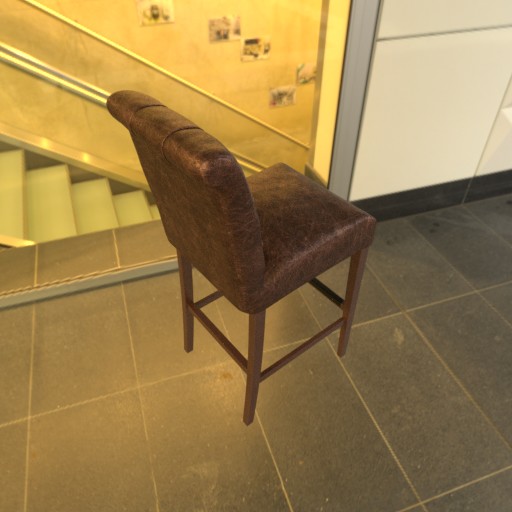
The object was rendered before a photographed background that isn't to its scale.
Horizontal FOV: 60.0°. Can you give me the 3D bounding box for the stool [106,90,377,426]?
[{"bbox_3d":[0.000,0.000,1.535,0.659,1.168,0.483,-28,49,-28],"label":"stool"}]
